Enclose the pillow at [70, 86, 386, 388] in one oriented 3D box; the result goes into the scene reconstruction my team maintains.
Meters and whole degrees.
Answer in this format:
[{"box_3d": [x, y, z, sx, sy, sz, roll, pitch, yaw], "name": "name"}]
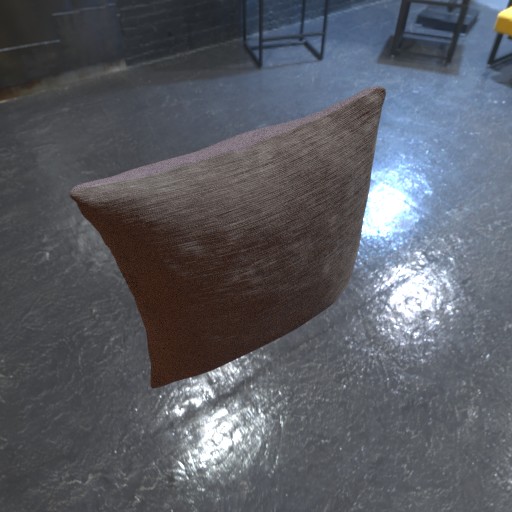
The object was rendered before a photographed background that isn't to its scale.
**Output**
[{"box_3d": [0.000, 0.000, 0.695, 0.452, 0.439, 0.204, -25, 51, -22], "name": "pillow"}]
